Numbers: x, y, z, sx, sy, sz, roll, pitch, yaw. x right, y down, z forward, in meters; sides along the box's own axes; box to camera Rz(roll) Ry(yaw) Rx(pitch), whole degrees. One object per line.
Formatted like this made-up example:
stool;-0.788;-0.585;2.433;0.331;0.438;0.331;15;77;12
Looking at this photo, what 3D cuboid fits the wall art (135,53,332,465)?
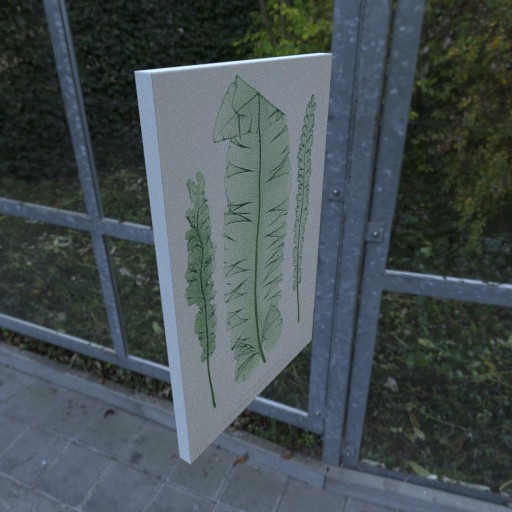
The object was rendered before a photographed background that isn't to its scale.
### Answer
wall art;0.000;0.000;1.130;0.038;0.914;0.610;19;33;31
